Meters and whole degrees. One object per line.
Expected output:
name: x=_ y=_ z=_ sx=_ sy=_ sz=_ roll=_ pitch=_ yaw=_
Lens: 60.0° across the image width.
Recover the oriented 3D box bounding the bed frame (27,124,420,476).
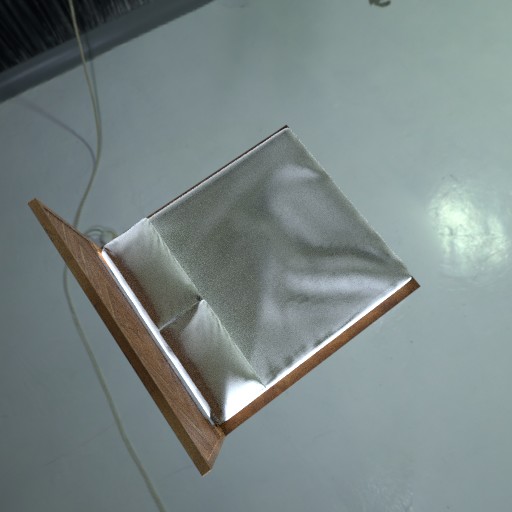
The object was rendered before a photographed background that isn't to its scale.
bed frame: x=0.000 y=0.000 z=3.610 sx=2.235 sy=1.537 sz=2.038 roll=-35 pitch=79 yaw=-8
